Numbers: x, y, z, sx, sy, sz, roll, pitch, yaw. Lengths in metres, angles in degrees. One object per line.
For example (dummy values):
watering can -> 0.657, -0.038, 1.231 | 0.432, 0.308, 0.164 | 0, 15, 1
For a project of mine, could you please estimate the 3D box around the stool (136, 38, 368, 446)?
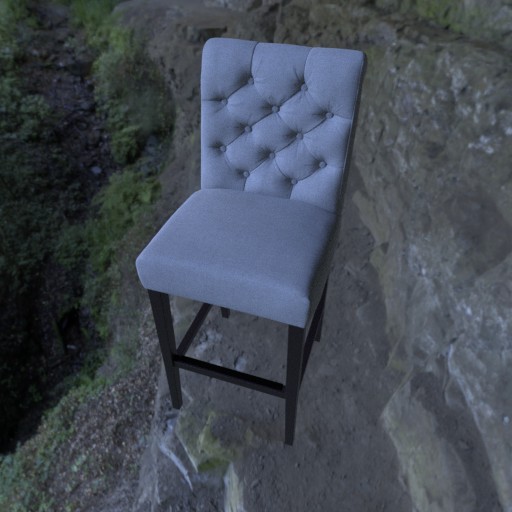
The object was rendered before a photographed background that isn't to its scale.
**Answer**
stool -> 0.000, 0.000, 1.416 | 0.493, 1.140, 0.601 | 12, 42, 14
